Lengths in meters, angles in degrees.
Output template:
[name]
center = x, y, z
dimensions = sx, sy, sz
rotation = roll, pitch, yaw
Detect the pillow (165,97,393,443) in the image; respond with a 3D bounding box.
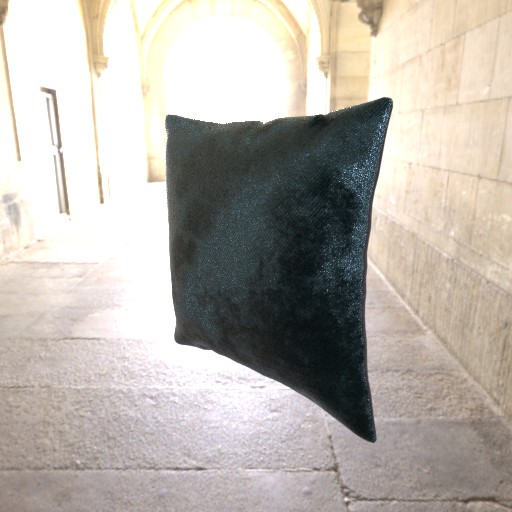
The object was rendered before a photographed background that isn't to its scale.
[pillow]
center = 0.000, 0.000, 0.663
dimensions = 0.436, 0.430, 0.138
rotation = 15, 21, 42
